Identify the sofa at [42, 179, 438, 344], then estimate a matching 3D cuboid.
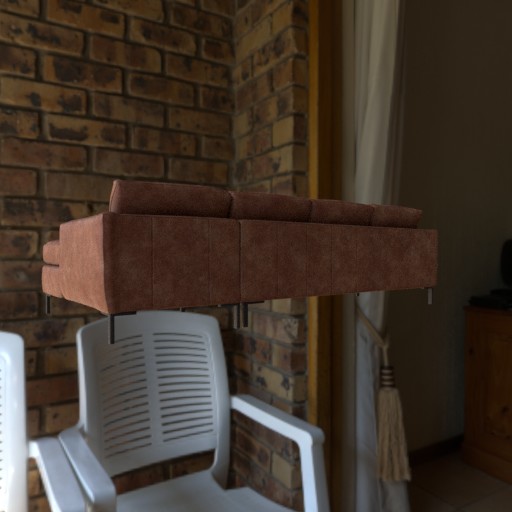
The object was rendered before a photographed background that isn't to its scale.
[{"bbox_3d":[0.000,0.000,3.648,2.993,0.859,1.471,0,1,-37],"label":"sofa"}]
